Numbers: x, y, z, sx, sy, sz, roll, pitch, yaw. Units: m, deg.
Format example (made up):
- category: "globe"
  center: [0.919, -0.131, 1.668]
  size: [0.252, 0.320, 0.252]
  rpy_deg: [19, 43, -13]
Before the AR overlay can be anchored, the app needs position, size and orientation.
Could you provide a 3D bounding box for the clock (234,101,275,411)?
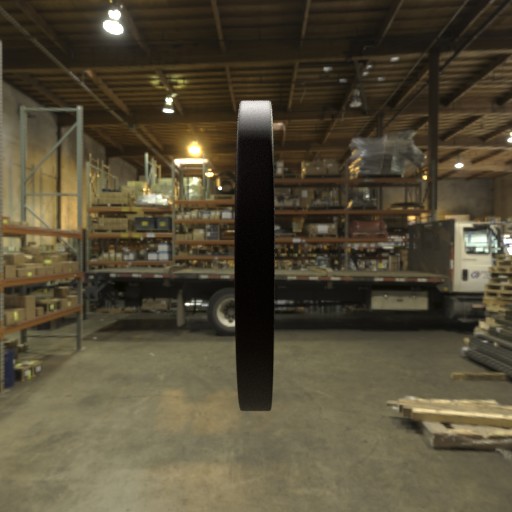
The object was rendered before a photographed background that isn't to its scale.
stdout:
- category: "clock"
  center: [0.000, 0.000, 0.474]
  size: [0.029, 0.314, 0.314]
  rpy_deg: [0, 1, 0]
